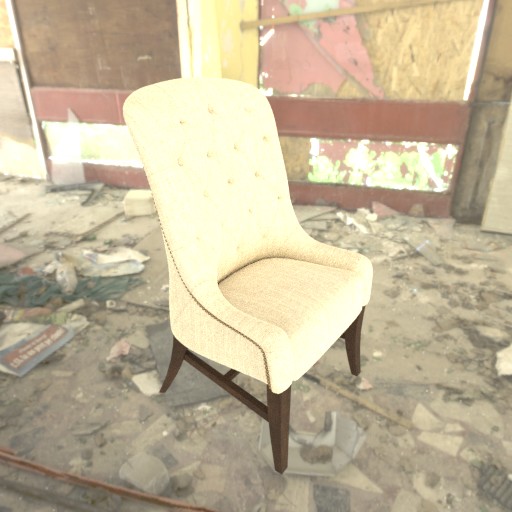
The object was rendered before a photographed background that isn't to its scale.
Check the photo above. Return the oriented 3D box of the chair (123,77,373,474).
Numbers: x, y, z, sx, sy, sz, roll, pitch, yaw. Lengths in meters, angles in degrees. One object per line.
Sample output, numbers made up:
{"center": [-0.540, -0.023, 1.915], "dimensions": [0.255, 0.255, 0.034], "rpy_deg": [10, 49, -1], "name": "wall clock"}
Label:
{"center": [0.000, 0.000, 1.493], "dimensions": [0.629, 1.091, 0.634], "rpy_deg": [18, 32, 32], "name": "chair"}
